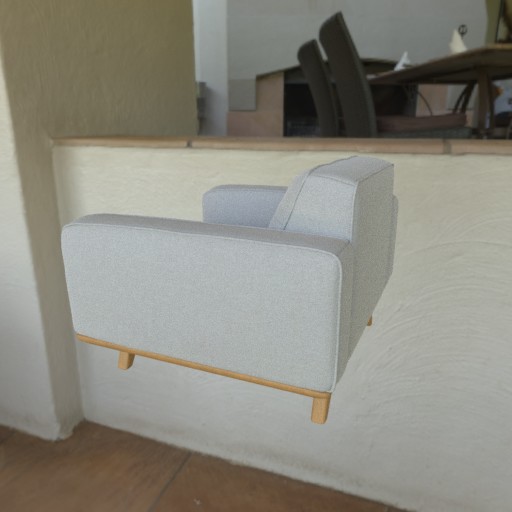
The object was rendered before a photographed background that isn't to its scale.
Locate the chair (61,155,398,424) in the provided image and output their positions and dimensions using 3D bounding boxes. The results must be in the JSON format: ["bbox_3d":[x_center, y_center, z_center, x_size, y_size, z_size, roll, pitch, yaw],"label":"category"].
[{"bbox_3d":[0.000,0.000,1.781,0.953,0.779,1.115,7,18,23],"label":"chair"}]
